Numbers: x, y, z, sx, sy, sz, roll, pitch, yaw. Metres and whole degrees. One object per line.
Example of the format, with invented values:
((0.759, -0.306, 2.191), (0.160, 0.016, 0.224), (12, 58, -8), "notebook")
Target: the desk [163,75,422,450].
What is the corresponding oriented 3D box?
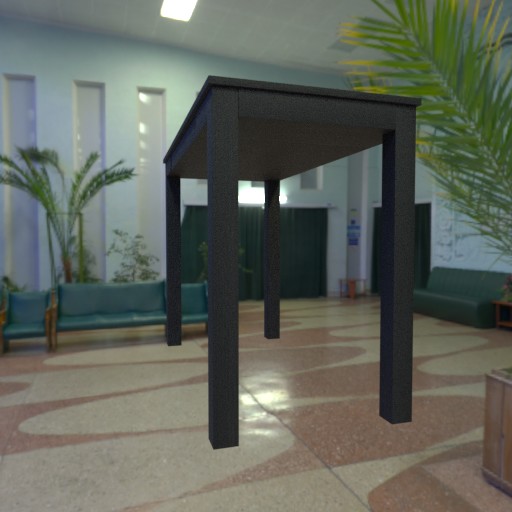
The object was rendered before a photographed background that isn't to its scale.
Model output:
((0.000, 0.000, 1.440), (0.499, 0.762, 0.991), (-1, 2, -17), "desk")
